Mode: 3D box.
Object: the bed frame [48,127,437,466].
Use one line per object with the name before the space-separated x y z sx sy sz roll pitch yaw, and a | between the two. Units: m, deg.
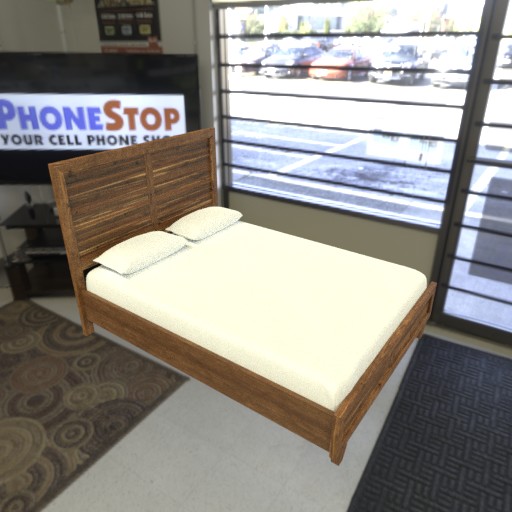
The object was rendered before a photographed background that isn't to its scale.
bed frame | 0.000 0.000 3.349 2.276 1.417 1.696 18 31 32
